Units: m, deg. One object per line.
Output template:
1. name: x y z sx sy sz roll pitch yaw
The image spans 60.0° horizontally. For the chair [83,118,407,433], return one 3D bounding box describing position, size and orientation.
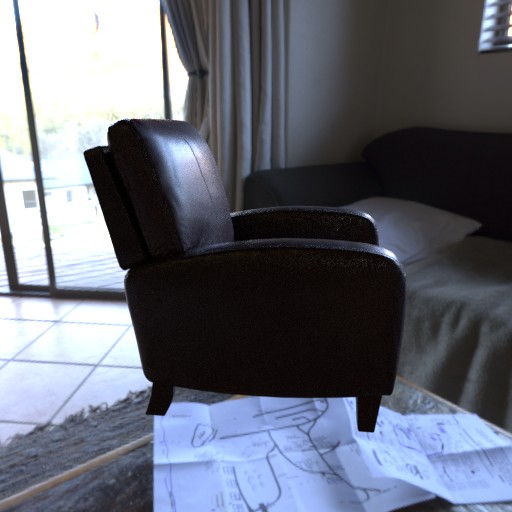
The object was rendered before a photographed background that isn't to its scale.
1. chair: 0.000 0.000 1.675 0.990 0.990 0.762 2 16 7
